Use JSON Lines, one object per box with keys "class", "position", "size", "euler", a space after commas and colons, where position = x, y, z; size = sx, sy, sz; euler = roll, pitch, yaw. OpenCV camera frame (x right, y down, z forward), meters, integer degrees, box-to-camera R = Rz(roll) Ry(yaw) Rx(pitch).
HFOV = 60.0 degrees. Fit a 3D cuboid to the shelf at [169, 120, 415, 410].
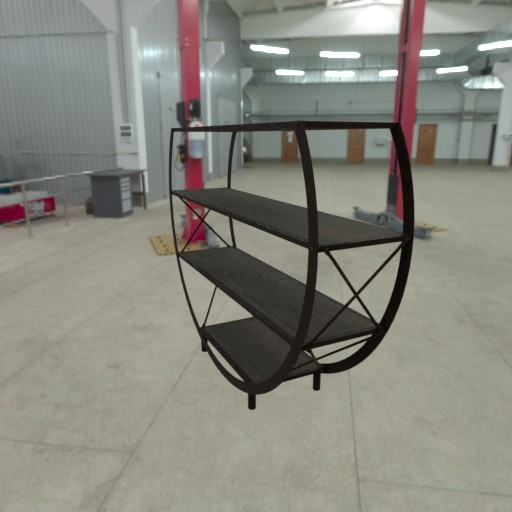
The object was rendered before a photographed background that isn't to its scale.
{"class": "shelf", "position": [0.000, 0.000, 1.887], "size": [0.344, 1.063, 1.403], "euler": [-7, 17, -25]}
